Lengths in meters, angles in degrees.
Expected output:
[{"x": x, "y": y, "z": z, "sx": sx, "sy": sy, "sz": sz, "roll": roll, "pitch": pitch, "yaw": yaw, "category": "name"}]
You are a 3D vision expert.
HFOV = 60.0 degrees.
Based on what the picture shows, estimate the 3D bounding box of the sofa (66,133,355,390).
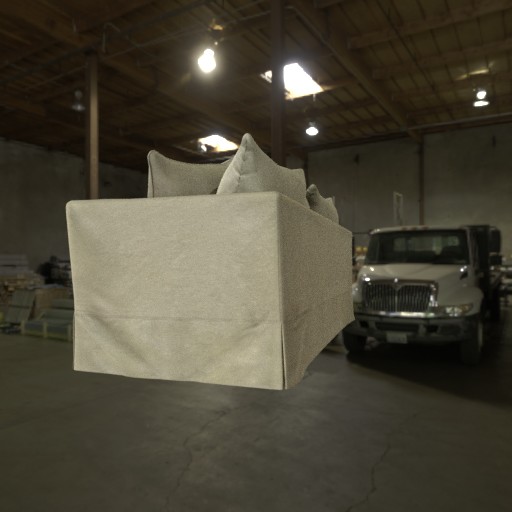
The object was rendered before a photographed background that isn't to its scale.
[{"x": 0.000, "y": 0.000, "z": 2.839, "sx": 1.031, "sy": 1.034, "sz": 2.290, "roll": 0, "pitch": -1, "yaw": 19, "category": "sofa"}]
